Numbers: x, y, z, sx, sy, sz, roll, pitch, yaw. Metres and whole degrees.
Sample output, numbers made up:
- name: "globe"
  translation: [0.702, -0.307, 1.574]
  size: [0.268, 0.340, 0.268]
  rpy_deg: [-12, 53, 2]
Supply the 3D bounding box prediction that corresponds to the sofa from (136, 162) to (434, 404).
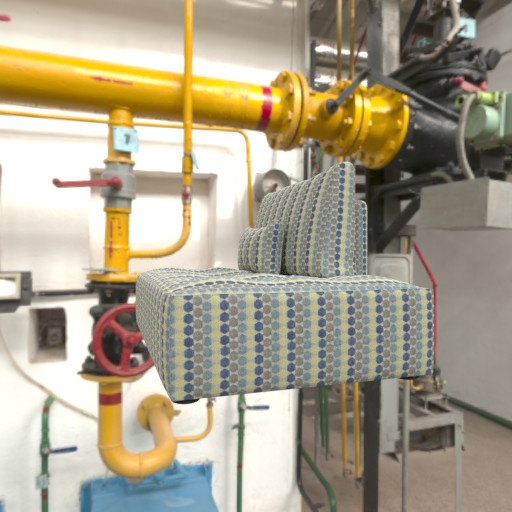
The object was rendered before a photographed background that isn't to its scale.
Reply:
- name: "sofa"
  translation: [0.000, 0.000, 2.041]
  size: [1.000, 0.820, 1.450]
  rpy_deg: [0, 0, -18]
